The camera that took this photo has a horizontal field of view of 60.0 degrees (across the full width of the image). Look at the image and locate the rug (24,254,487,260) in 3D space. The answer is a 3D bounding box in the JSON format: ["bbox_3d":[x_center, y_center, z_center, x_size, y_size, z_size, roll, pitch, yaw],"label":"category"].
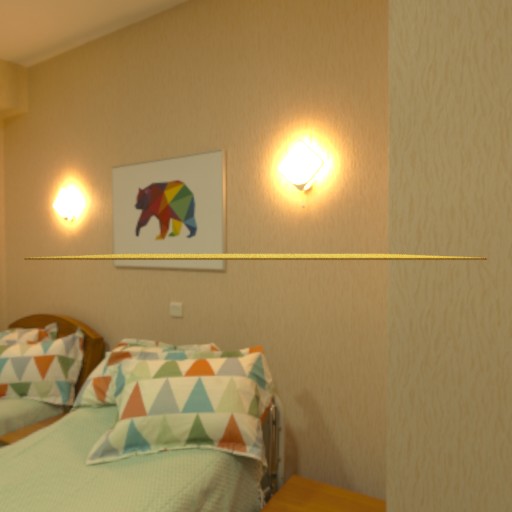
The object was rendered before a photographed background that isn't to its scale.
[{"bbox_3d":[0.000,0.000,4.347,3.242,0.015,2.486,0,1,0],"label":"rug"}]
